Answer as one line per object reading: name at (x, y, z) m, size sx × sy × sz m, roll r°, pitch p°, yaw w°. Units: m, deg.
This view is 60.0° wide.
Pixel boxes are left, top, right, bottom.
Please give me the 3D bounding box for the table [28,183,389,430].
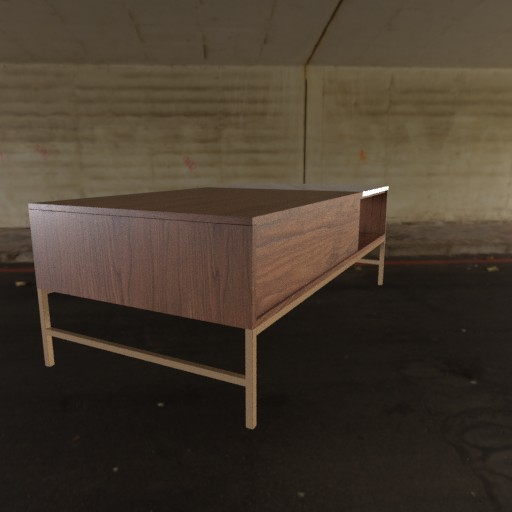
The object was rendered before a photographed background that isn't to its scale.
table at (0.000, 0.000, 1.930) m, size 0.789 × 0.551 × 1.553 m, roll 6°, pitch 13°, yaw 27°
